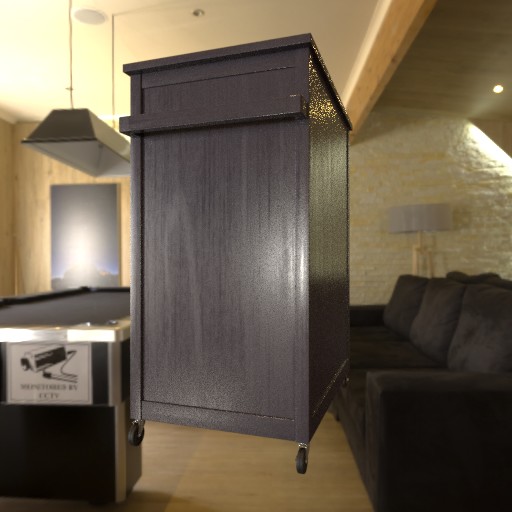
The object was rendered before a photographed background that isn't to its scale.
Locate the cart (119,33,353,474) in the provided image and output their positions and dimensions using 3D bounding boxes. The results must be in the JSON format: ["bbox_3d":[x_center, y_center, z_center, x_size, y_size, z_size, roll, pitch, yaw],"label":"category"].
[{"bbox_3d":[0.000,0.000,1.242,0.449,0.878,0.690,0,0,19],"label":"cart"}]
